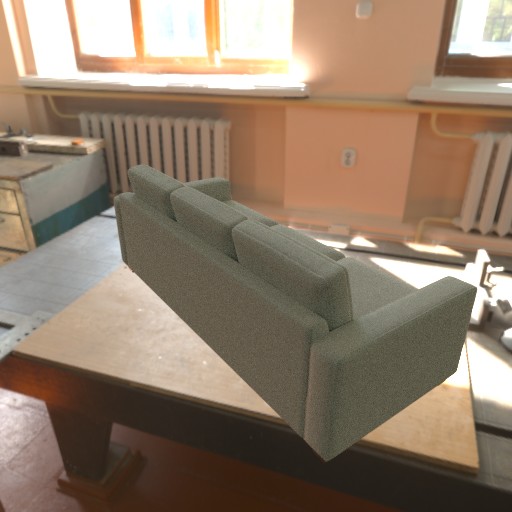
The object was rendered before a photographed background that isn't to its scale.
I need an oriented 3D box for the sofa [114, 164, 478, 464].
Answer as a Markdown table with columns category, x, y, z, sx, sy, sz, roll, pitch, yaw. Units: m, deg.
| category | x | y | z | sx | sy | sz | roll | pitch | yaw |
| --- | --- | --- | --- | --- | --- | --- | --- | --- | --- |
| sofa | 0.000 | 0.000 | 2.567 | 0.900 | 0.800 | 2.160 | -18 | 31 | -32 |
